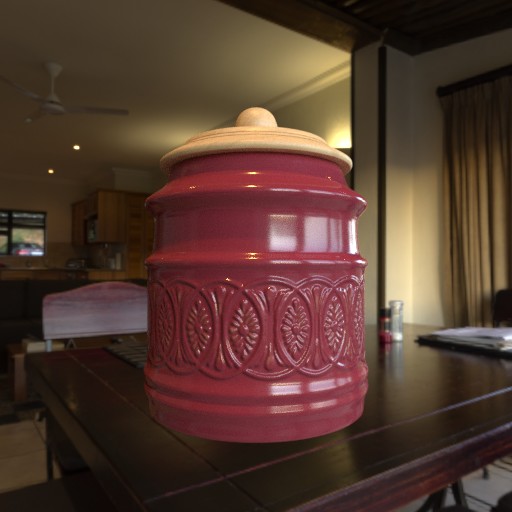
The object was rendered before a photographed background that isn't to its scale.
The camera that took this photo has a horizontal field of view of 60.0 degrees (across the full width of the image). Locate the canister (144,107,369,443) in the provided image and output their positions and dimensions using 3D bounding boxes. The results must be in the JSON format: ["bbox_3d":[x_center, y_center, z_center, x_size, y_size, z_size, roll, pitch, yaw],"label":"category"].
[{"bbox_3d":[0.000,0.000,0.265,0.130,0.176,0.130,0,-1,0],"label":"canister"}]
